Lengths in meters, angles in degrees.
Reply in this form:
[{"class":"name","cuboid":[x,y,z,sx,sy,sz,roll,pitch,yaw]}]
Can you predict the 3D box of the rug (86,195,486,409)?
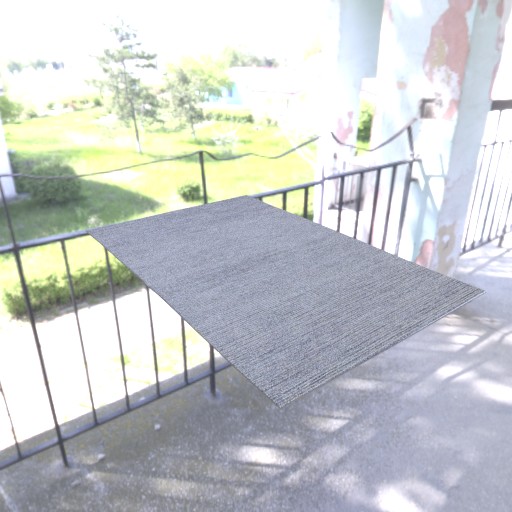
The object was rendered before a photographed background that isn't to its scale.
[{"class":"rug","cuboid":[0.000,0.000,2.247,1.159,0.021,1.789,-17,30,-33]}]
